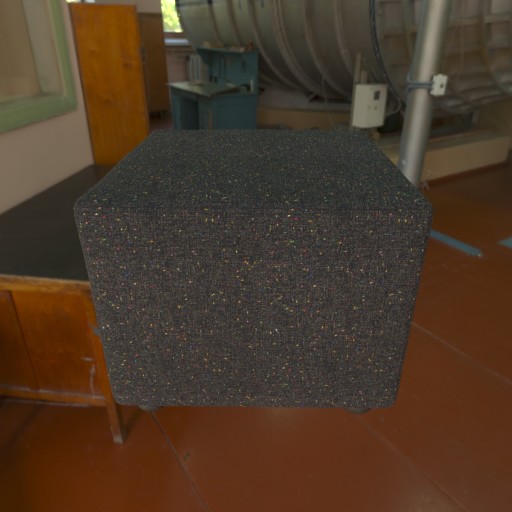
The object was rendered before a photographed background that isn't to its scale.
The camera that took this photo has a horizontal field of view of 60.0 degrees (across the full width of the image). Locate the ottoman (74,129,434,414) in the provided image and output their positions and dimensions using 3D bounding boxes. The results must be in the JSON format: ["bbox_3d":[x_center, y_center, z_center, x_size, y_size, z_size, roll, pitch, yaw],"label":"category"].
[{"bbox_3d":[0.000,0.000,0.906,0.508,0.432,0.508,0,27,1],"label":"ottoman"}]
